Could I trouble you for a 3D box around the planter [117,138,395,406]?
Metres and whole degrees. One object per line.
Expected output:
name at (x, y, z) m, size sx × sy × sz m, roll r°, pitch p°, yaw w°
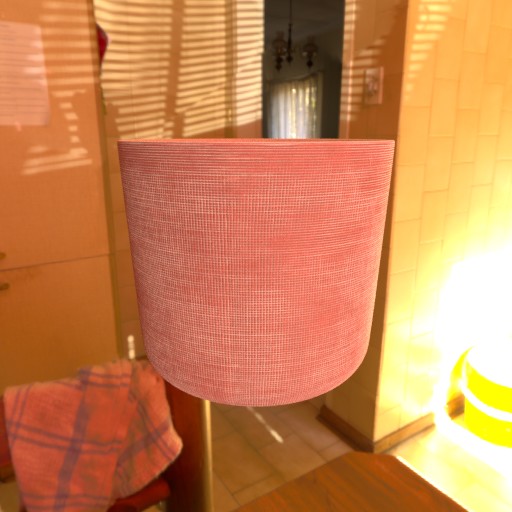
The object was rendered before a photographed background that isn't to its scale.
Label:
planter at (0.000, 0.000, 0.785) m, size 0.440 × 0.398 × 0.440 m, roll 0°, pitch 15°, yaw 0°
